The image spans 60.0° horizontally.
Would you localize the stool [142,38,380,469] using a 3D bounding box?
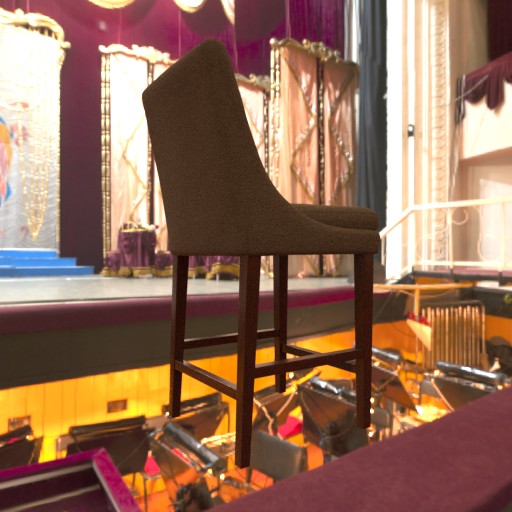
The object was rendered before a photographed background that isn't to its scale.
[{"bbox_3d":[0.000,0.000,1.294,0.577,0.981,0.470,0,0,-35],"label":"stool"}]
